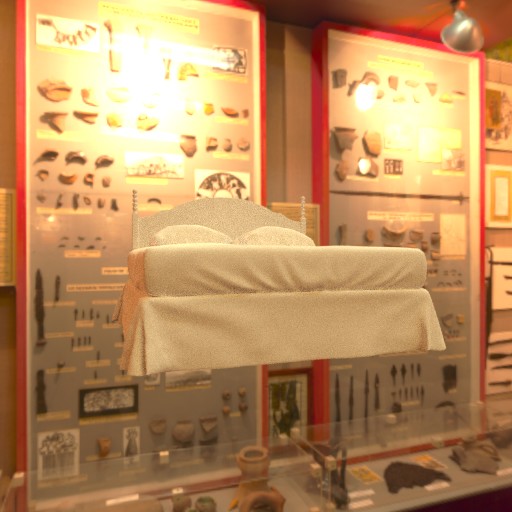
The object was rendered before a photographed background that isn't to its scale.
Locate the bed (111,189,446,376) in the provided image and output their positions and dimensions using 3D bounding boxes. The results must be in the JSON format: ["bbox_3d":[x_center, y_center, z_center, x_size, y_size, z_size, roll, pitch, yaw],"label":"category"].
[{"bbox_3d":[0.000,0.000,3.774,2.322,1.355,2.219,0,0,-19],"label":"bed"}]
